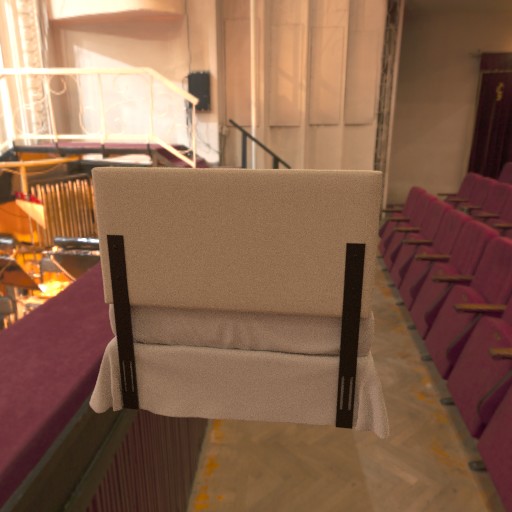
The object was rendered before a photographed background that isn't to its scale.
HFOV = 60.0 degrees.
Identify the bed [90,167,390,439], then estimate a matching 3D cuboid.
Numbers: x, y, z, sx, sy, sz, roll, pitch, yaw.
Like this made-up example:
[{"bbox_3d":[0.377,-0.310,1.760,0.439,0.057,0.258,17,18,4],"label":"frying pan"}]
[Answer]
[{"bbox_3d":[0.000,0.000,3.599,1.936,1.577,2.222,2,17,8],"label":"bed"}]
